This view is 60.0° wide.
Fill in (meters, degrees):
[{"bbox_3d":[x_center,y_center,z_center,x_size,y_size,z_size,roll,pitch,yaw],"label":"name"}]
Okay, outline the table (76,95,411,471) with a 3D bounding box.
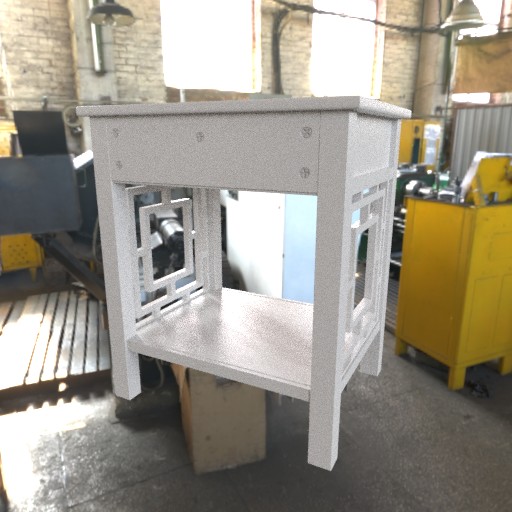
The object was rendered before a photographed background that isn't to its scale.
[{"bbox_3d":[0.000,0.000,1.021,0.564,0.646,0.451,8,17,27],"label":"table"}]
